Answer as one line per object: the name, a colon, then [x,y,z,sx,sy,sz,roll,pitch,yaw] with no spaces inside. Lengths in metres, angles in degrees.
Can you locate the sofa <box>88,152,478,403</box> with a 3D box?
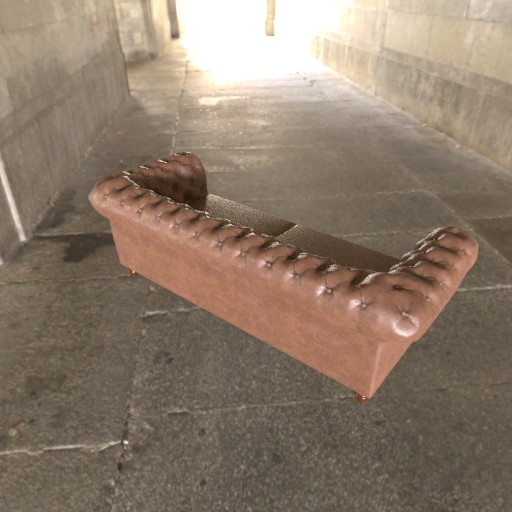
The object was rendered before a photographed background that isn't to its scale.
sofa: [0.000,0.000,2.865,2.385,0.783,0.944,23,38,33]
